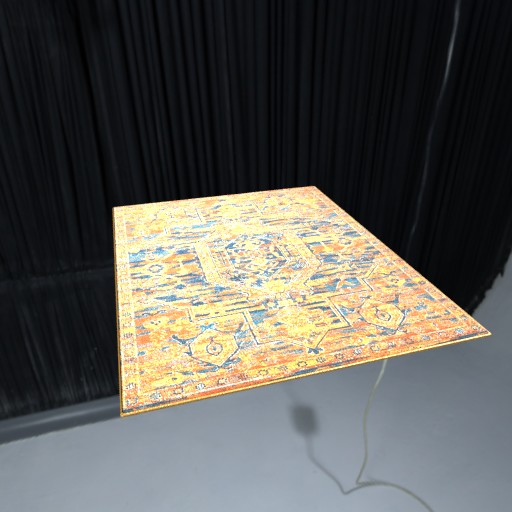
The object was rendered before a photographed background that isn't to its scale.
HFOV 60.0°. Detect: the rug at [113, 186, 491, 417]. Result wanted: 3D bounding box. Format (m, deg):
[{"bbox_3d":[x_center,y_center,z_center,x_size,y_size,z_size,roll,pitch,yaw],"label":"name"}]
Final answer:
[{"bbox_3d":[0.000,0.000,3.975,2.435,0.031,3.040,-8,30,-15],"label":"rug"}]
